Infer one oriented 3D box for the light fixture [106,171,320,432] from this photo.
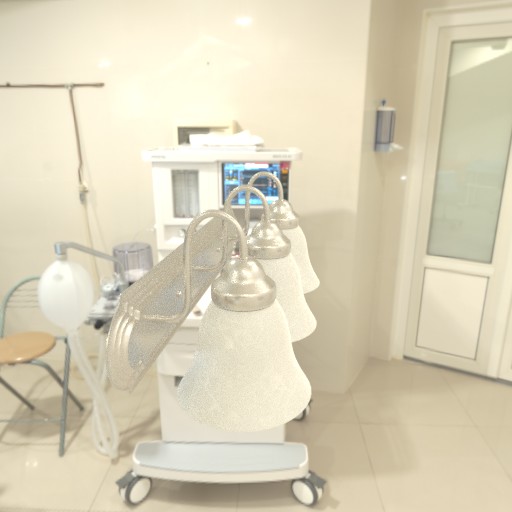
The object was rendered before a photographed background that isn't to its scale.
[{"bbox_3d":[0.000,0.000,0.701,0.199,0.222,0.610,3,17,9],"label":"light fixture"}]
